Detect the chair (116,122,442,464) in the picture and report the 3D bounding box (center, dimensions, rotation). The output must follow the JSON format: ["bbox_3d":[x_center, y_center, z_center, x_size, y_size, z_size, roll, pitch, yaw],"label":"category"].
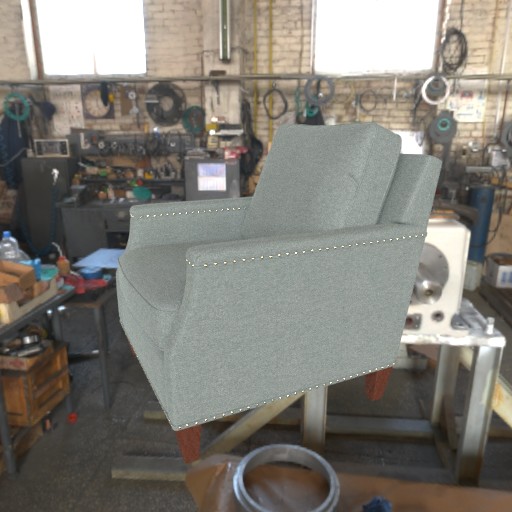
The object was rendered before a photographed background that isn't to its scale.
[{"bbox_3d":[0.000,0.000,1.789,1.031,1.031,0.885,-8,18,-25],"label":"chair"}]
